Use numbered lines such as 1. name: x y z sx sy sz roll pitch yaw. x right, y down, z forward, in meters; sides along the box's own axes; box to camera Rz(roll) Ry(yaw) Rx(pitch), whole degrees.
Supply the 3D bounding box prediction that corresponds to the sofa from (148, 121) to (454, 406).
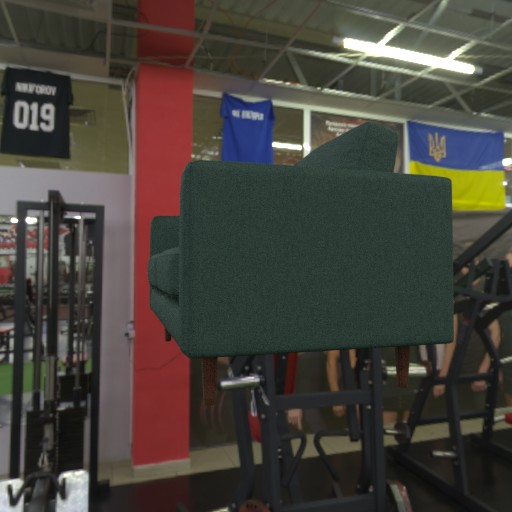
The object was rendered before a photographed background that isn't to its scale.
1. sofa: 0.000 0.000 1.963 0.879 0.899 1.430 0 -2 -17
